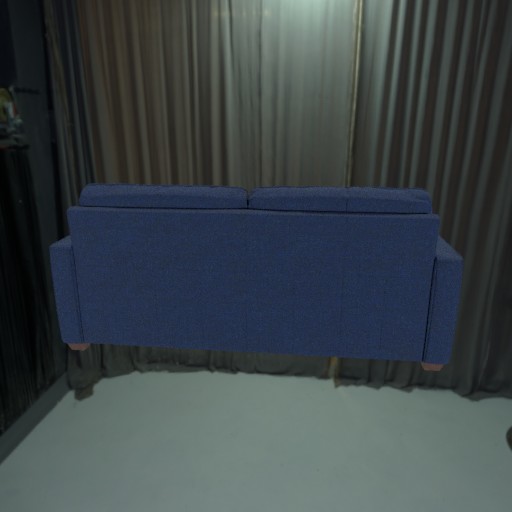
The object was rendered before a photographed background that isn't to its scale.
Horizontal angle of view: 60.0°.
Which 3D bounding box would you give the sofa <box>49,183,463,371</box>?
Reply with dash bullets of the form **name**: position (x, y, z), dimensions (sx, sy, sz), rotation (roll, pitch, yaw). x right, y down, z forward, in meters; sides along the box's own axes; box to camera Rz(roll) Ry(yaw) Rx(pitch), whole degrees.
- **sofa**: position (0.000, 0.000, 2.621), dimensions (2.080, 0.919, 0.940), rotation (2, 17, 6)
